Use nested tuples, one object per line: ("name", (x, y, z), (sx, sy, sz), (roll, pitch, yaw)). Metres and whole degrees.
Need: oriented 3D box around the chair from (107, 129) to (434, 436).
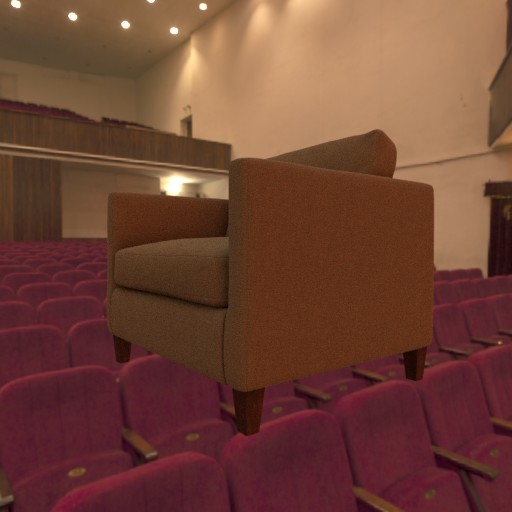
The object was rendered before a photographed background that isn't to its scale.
("chair", (0.000, 0.000, 1.866), (0.959, 0.963, 1.107), (-1, 2, -38))
